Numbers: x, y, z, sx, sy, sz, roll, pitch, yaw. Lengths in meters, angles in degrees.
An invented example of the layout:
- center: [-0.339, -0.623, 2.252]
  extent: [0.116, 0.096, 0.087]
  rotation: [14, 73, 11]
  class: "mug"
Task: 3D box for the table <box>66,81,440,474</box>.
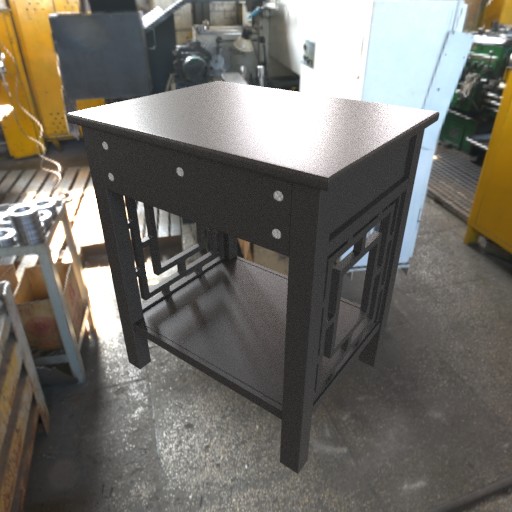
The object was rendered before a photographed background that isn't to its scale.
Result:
- center: [0.000, 0.000, 1.017]
  extent: [0.564, 0.646, 0.451]
  rotation: [21, 37, 31]
  class: "table"
